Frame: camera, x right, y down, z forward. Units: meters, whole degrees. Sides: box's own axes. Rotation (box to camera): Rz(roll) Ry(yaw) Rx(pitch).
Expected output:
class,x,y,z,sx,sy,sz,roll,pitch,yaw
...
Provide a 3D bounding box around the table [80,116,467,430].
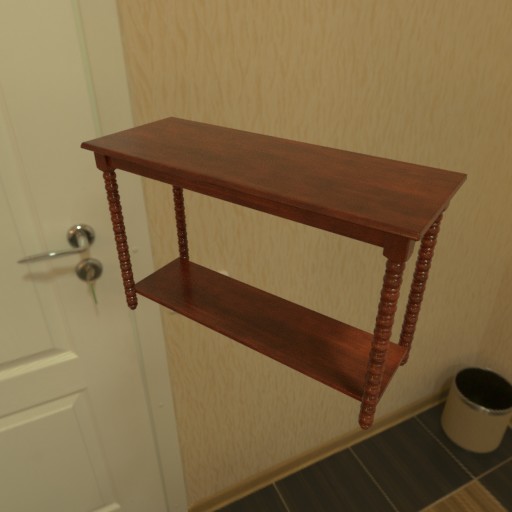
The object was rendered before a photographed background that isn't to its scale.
class,x,y,z,sx,sy,sz,roll,pitch,yaw
table,0.000,0.000,1.602,1.184,0.740,0.459,20,36,29
